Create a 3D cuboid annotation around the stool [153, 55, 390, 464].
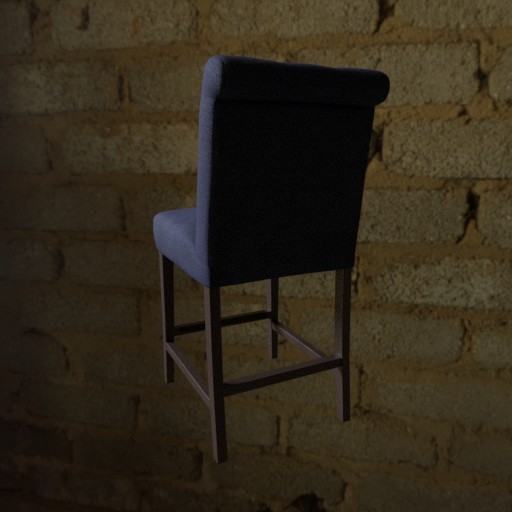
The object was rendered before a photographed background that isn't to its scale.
[{"bbox_3d":[0.000,0.000,1.341,0.493,1.010,0.601,-7,15,-26],"label":"stool"}]
